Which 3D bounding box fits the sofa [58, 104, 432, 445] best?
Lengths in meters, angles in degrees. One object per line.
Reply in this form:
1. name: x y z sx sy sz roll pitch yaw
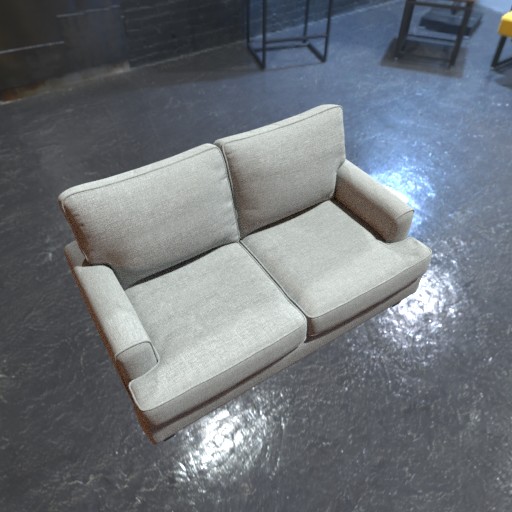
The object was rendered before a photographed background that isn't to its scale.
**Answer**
1. sofa: 0.000 0.000 2.243 1.651 0.965 0.965 -25 51 -22
